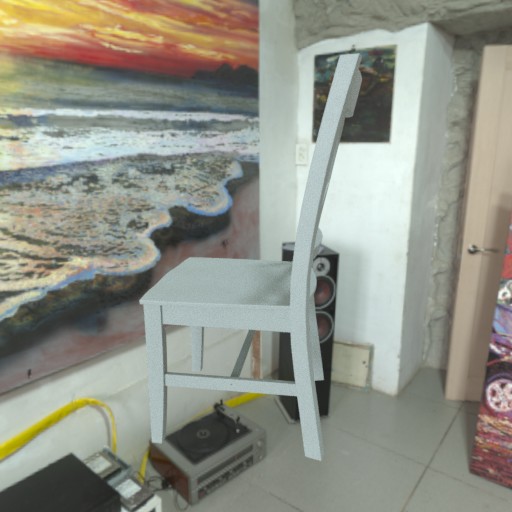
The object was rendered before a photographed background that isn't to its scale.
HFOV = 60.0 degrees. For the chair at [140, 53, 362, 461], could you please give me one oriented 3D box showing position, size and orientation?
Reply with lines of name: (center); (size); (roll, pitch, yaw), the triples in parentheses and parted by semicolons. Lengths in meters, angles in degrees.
chair: (0.000, 0.000, 1.282); (0.542, 0.983, 0.485); (2, 14, 8)
